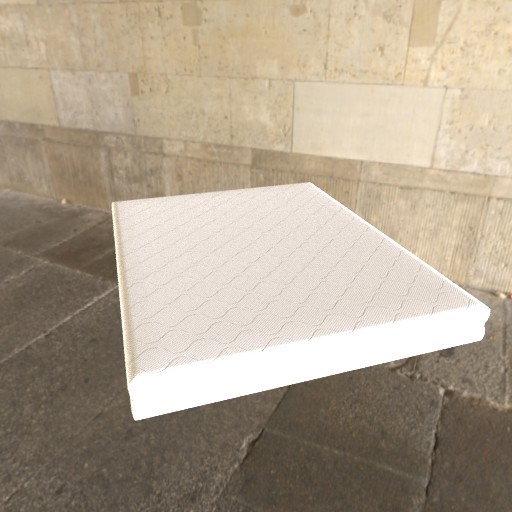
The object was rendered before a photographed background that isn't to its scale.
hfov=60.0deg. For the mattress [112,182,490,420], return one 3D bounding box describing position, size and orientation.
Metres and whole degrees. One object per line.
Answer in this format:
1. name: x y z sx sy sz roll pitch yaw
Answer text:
1. mattress: 0.000 0.000 2.675 1.600 0.200 2.000 -8 28 -16
